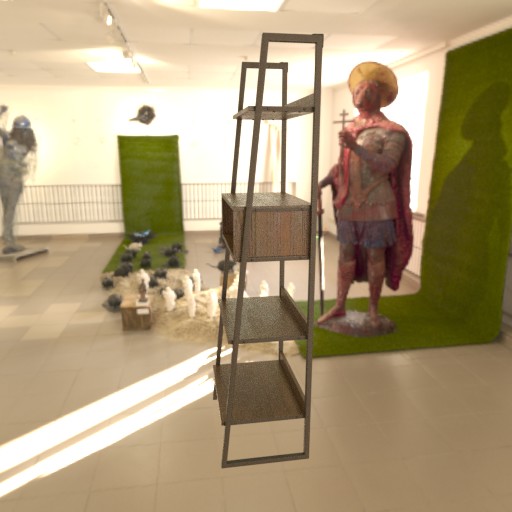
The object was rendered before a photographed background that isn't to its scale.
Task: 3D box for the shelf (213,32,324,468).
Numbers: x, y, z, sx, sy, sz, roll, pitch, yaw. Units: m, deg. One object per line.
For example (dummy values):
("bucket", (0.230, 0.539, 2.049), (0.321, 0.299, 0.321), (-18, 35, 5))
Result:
("shelf", (0.000, 0.000, 2.317), (0.454, 2.005, 0.652), (-2, 14, -9))
